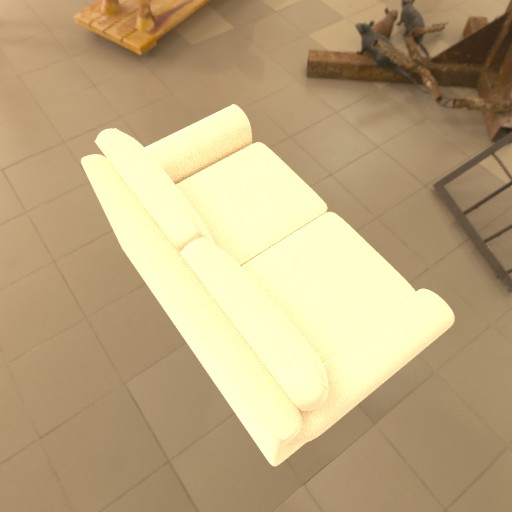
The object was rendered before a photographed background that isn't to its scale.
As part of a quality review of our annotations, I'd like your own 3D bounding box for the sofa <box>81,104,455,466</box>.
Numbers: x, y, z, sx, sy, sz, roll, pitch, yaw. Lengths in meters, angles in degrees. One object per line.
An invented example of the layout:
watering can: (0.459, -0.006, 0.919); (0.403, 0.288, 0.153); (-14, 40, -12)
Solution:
sofa: (0.000, 0.000, 2.288); (0.991, 0.940, 1.727); (-32, 64, -18)
